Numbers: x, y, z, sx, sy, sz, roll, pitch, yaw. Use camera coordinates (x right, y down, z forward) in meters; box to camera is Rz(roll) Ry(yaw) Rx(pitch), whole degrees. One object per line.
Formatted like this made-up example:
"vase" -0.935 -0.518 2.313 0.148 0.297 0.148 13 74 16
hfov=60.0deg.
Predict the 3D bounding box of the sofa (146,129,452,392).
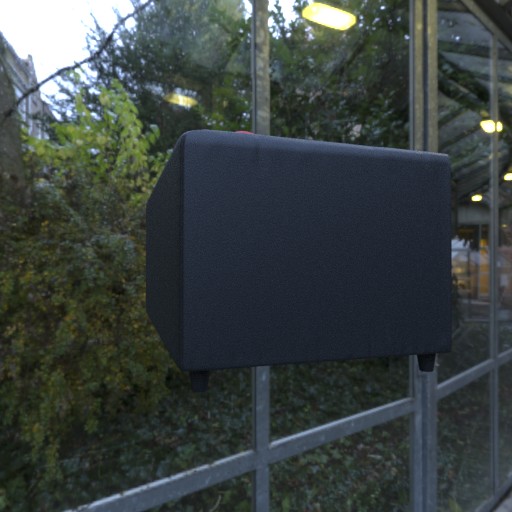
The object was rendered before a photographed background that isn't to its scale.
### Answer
"sofa" 0.000 0.000 1.908 0.845 0.735 1.410 0 -1 -17
